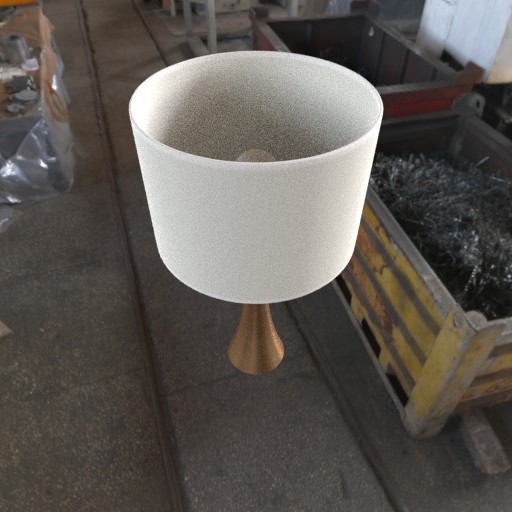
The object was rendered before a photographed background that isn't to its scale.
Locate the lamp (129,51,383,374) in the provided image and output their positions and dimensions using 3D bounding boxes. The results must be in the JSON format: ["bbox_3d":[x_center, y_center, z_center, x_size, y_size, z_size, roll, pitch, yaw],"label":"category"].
[{"bbox_3d":[0.000,0.000,0.642,0.268,0.479,0.268,28,51,26],"label":"lamp"}]
